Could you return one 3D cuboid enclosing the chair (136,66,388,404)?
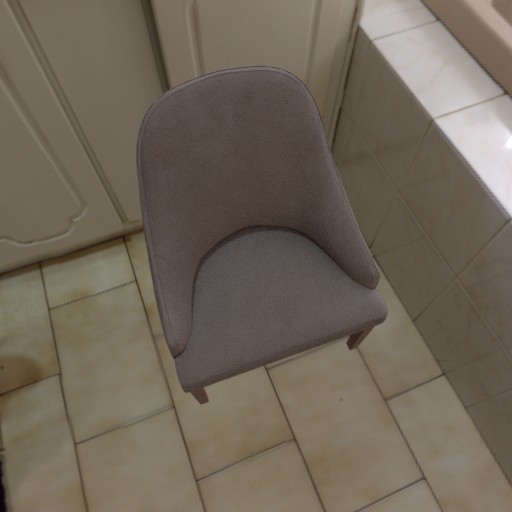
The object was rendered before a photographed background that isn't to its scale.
[{"bbox_3d":[0.000,0.000,1.316,0.643,0.889,0.575,-18,64,-9],"label":"chair"}]
